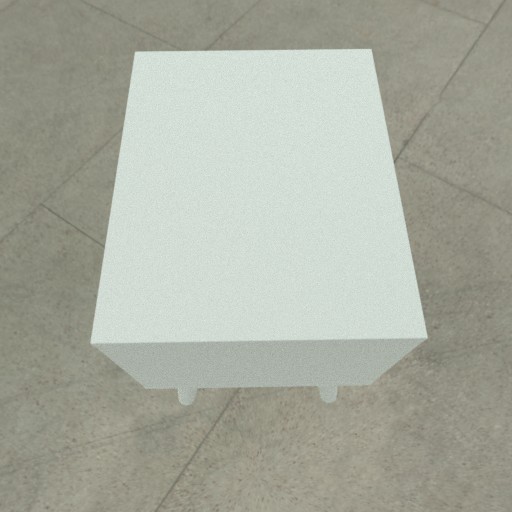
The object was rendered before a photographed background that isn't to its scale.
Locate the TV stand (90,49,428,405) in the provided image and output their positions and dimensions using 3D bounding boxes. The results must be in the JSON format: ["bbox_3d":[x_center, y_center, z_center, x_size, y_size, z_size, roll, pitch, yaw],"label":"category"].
[{"bbox_3d":[0.000,0.000,0.894,0.405,0.559,0.508,-1,63,0],"label":"TV stand"}]
